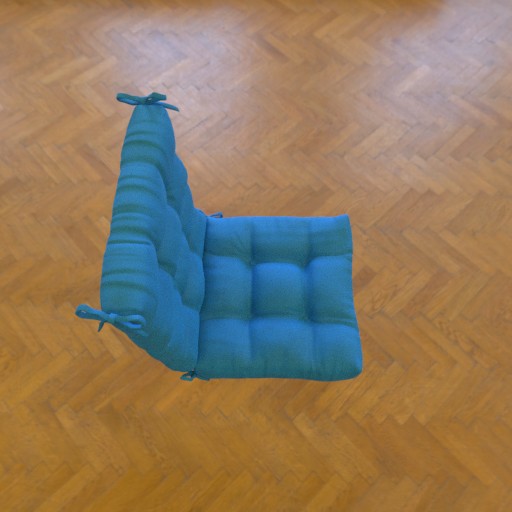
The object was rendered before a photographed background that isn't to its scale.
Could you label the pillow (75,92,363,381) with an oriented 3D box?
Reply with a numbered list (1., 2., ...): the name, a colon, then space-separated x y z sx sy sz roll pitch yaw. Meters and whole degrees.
1. pillow: 0.000 0.000 1.048 0.571 0.605 0.519 1 65 0
